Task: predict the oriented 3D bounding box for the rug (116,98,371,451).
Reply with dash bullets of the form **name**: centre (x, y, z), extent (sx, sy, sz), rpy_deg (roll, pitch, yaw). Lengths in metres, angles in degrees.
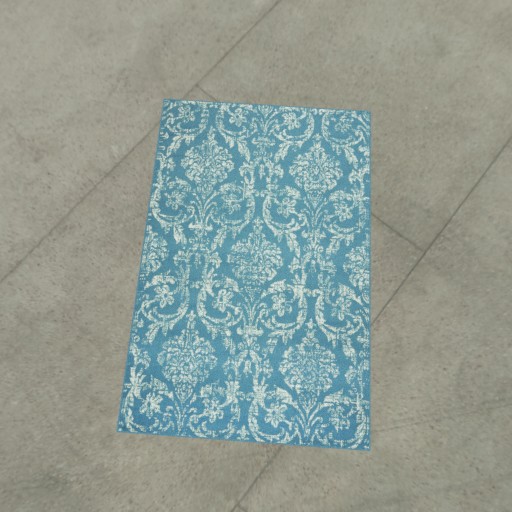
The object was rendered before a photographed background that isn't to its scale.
- **rug**: centre (0.000, 0.000, 3.517), extent (1.816, 0.018, 2.746), rpy_deg (4, 75, 1)
